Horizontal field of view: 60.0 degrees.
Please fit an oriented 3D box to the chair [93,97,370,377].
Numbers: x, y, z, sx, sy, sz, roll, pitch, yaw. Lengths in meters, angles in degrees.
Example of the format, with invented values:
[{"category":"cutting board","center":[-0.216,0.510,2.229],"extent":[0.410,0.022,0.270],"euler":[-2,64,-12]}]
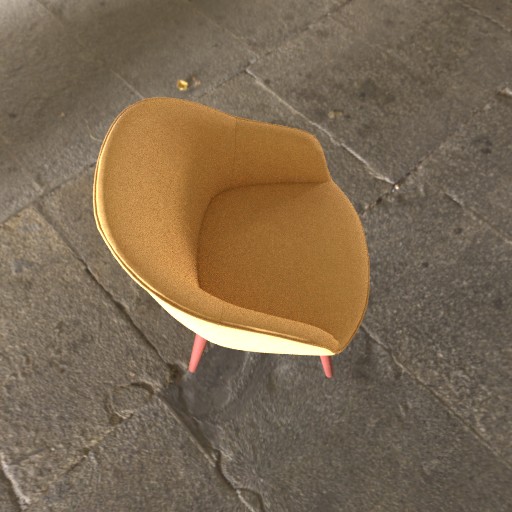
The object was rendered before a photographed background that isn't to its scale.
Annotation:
[{"category":"chair","center":[0.000,0.000,1.241],"extent":[0.635,0.823,0.596],"euler":[2,64,1]}]
